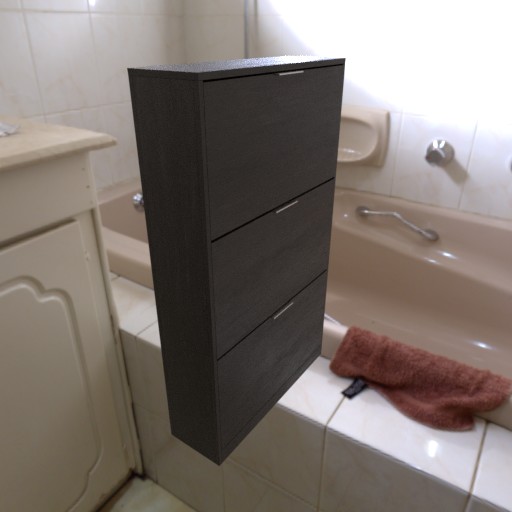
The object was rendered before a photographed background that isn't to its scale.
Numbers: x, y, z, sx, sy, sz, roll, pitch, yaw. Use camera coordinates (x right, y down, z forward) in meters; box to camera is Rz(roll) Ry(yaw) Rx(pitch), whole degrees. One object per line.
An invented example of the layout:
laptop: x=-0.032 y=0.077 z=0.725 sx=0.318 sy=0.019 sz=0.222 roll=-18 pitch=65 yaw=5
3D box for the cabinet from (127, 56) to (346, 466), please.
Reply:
cabinet: x=0.000 y=0.000 z=1.595 sx=0.250 sy=1.280 sz=0.750 roll=18 pitch=32 yaw=31
